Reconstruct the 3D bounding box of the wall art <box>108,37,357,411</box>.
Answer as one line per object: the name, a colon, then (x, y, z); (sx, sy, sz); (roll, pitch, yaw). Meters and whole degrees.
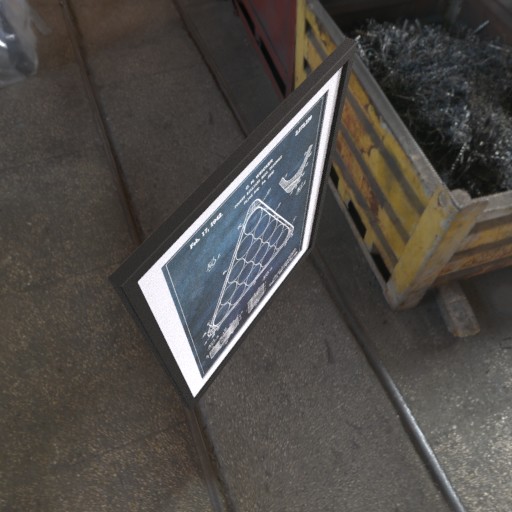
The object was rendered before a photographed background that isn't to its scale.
wall art: (0.000, 0.000, 1.207); (0.028, 0.863, 0.755); (31, 64, 17)
